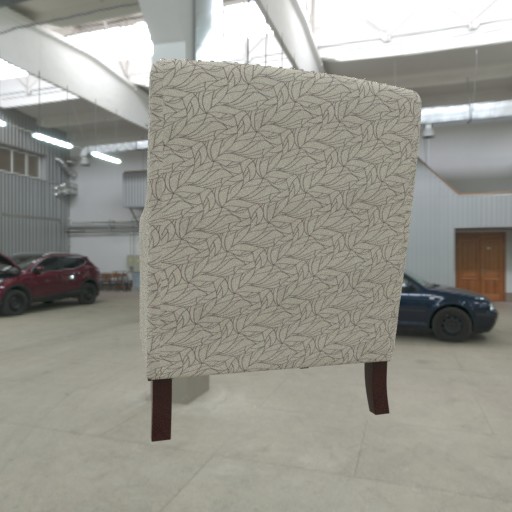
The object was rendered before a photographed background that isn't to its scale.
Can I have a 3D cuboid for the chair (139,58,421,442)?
[{"bbox_3d":[0.000,0.000,1.254,0.623,0.816,0.651,0,0,-17],"label":"chair"}]
